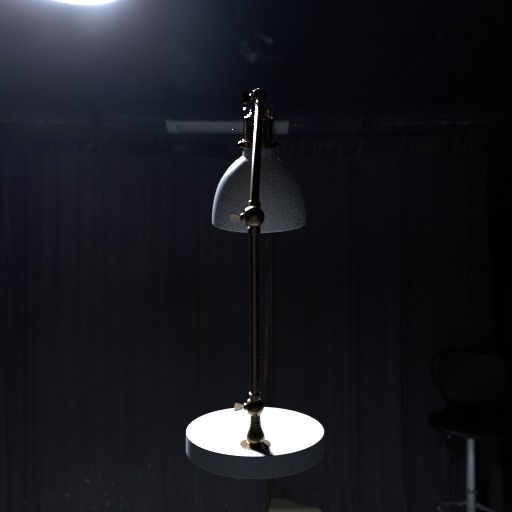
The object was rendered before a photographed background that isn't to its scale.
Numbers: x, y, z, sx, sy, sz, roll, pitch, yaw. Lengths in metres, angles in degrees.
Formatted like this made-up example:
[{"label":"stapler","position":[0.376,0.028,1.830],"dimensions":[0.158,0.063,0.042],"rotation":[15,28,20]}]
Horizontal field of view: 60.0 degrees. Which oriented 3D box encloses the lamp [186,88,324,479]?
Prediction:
[{"label":"lamp","position":[0.000,0.000,0.658],"dimensions":[0.186,0.522,0.317],"rotation":[0,-2,1]}]
